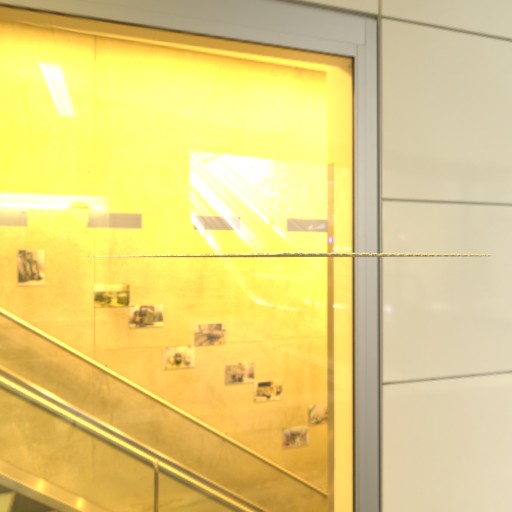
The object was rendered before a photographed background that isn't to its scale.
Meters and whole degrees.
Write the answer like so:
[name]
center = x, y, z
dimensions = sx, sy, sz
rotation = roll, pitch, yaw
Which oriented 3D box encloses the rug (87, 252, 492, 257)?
[rug]
center = 0.000, 0.000, 2.994
dimensions = 1.539, 0.011, 2.410
rotation = 0, 0, -37
